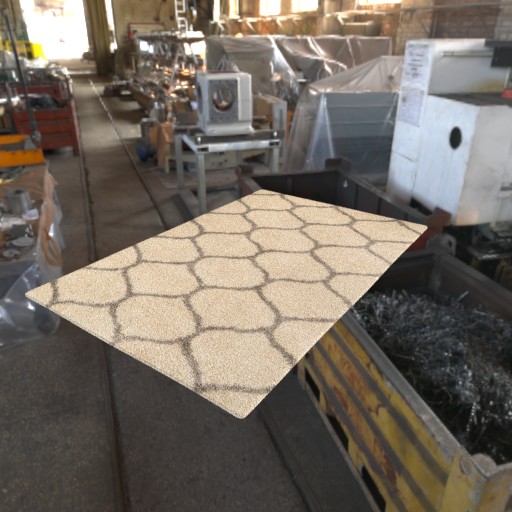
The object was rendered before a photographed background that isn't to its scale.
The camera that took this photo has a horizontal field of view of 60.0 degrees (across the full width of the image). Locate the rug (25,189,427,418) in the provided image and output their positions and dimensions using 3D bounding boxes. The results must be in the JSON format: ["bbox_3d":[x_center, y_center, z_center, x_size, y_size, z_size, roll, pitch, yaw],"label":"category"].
[{"bbox_3d":[0.000,0.000,3.404,1.801,0.026,2.701,18,32,32],"label":"rug"}]
